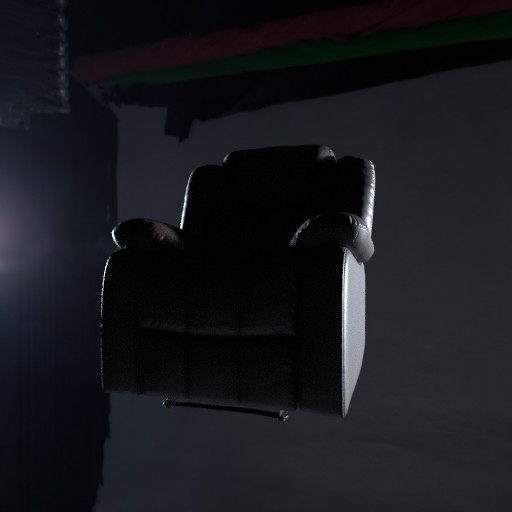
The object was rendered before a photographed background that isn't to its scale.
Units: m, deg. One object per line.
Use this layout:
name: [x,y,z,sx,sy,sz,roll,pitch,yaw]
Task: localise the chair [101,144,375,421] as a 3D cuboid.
chair: [0.000,0.000,1.754,0.899,1.009,0.934,0,0,18]
